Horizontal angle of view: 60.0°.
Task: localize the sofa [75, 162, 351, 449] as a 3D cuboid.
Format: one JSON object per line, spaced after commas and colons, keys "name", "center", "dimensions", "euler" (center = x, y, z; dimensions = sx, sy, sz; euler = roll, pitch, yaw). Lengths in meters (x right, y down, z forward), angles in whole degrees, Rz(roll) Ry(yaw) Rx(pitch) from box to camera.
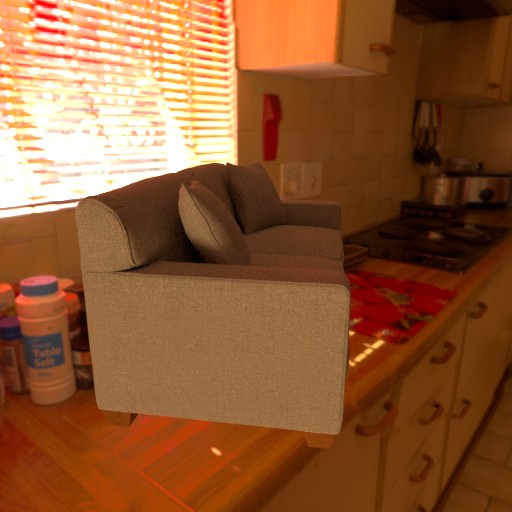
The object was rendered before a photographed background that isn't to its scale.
{"name": "sofa", "center": [0.000, 0.000, 2.422], "dimensions": [1.000, 0.958, 1.846], "euler": [3, 16, 9]}
